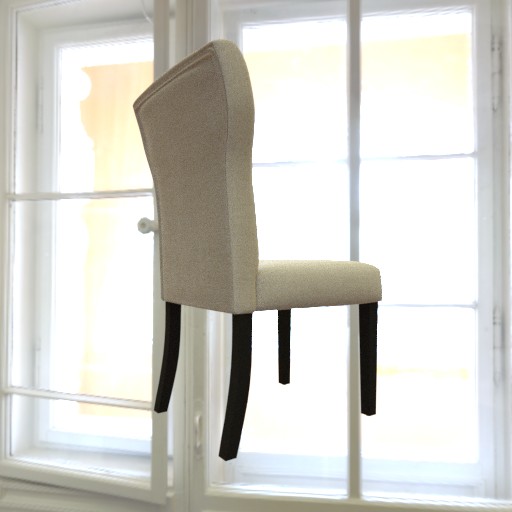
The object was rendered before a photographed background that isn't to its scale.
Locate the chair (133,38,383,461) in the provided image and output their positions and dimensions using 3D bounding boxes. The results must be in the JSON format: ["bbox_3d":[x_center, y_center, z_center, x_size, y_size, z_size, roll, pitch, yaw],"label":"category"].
[{"bbox_3d":[0.000,0.000,1.285,0.597,0.921,0.509,0,0,-36],"label":"chair"}]
